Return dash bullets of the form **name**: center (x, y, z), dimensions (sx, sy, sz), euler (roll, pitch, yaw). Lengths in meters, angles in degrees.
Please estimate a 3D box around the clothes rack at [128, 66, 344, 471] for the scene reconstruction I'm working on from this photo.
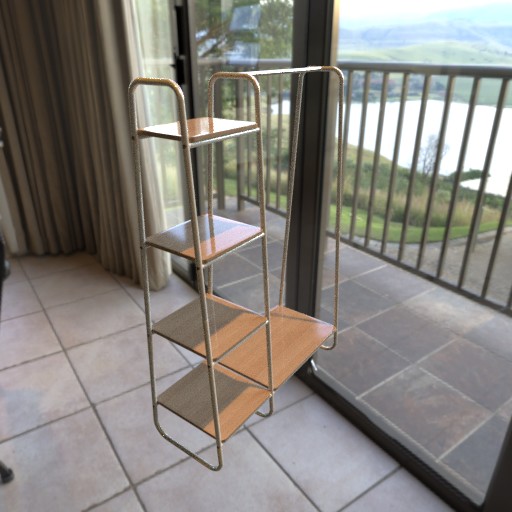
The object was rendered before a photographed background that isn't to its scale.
- **clothes rack**: center (0.000, 0.000, 1.945), dimensions (0.400, 1.500, 1.011), euler (17, 30, 32)
